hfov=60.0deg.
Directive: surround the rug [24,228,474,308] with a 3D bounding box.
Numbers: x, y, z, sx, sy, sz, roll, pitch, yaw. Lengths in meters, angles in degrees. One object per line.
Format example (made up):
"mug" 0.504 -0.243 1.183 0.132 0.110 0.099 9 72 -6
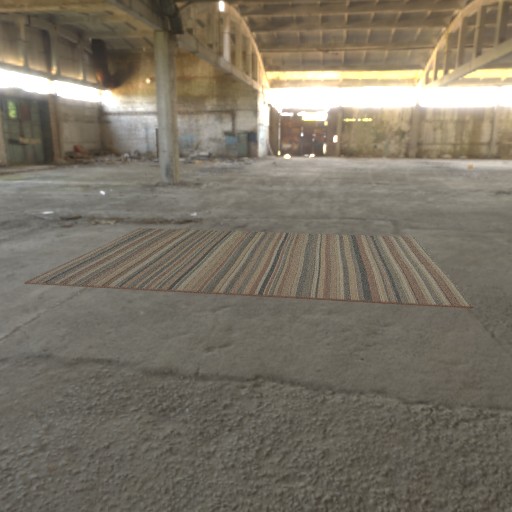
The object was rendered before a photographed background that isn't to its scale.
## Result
"rug" 0.000 0.000 2.350 1.829 0.008 1.219 2 15 9
